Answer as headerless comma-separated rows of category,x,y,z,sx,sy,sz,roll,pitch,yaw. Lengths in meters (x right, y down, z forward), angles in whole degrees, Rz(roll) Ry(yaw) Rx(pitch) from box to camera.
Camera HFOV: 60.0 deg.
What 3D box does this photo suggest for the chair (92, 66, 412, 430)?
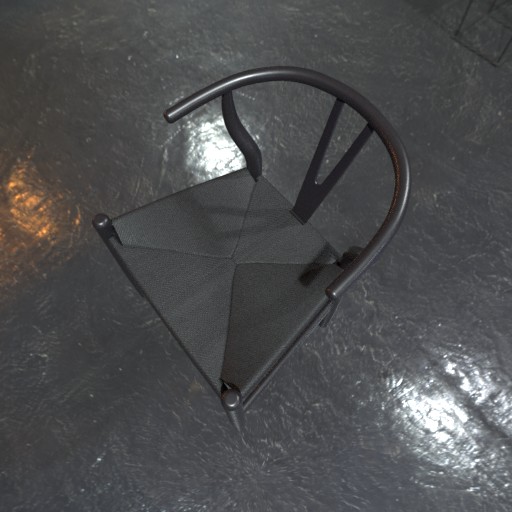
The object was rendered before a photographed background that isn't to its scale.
chair,0.000,0.000,1.142,0.579,0.730,0.569,-35,68,-16
